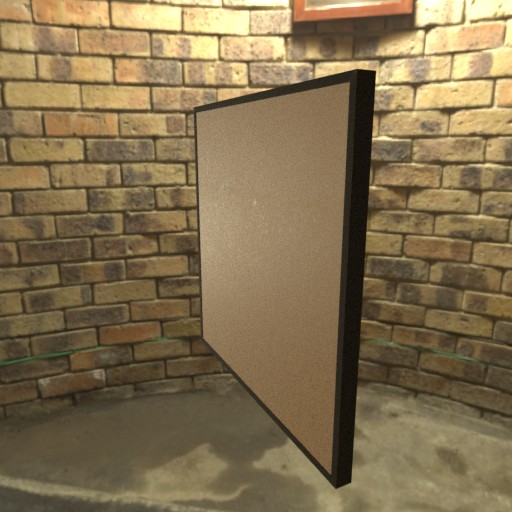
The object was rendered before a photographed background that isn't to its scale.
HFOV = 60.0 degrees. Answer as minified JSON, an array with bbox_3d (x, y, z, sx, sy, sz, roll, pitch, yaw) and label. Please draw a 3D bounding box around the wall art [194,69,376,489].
[{"bbox_3d":[0.000,0.000,1.108,0.038,0.762,0.762,-7,15,-26],"label":"wall art"}]
